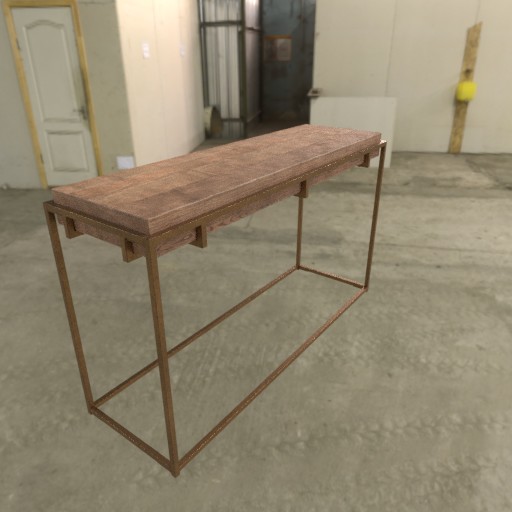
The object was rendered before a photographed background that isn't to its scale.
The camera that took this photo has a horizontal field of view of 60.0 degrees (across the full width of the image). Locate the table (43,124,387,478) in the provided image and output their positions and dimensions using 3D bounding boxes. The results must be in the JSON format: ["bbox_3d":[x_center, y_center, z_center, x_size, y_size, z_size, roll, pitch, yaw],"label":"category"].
[{"bbox_3d":[0.000,0.000,1.782,0.440,0.820,1.400,18,31,33],"label":"table"}]
